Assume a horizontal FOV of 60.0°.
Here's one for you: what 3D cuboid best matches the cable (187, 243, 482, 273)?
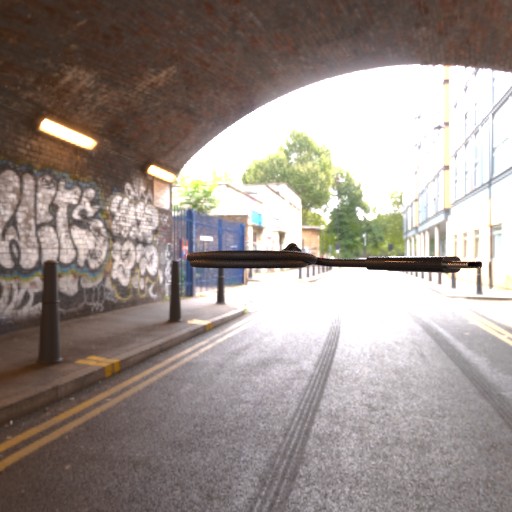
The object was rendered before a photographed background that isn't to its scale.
[{"bbox_3d":[0.000,0.000,0.221,0.070,0.014,0.192,0,0,-37],"label":"cable"}]
